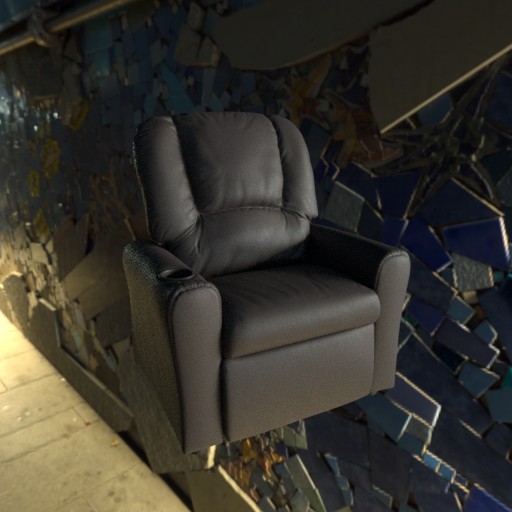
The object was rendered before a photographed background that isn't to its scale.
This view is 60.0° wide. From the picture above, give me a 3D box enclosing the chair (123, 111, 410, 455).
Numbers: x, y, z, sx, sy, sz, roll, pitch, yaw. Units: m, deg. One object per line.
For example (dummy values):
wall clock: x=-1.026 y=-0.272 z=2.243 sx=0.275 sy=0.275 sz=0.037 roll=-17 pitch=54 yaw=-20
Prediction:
chair: x=0.000 y=0.000 z=1.125 sx=0.610 sy=0.709 sz=0.521 roll=-8 pitch=18 yaw=-26
